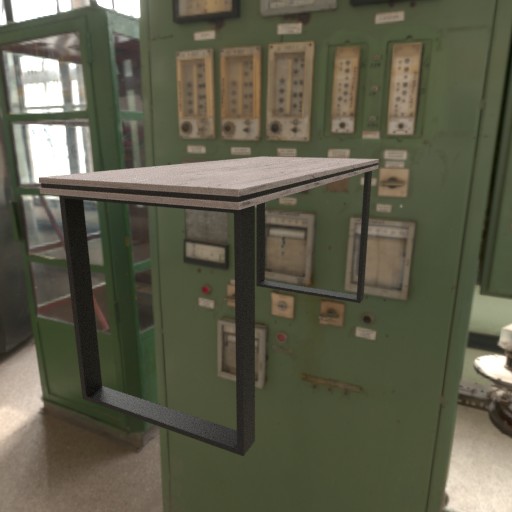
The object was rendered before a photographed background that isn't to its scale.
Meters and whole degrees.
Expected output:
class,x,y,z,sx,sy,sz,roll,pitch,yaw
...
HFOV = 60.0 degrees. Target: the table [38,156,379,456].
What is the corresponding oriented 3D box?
class,x,y,z,sx,sy,sz,roll,pitch,yaw
table,0.000,0.000,2.246,0.795,0.899,1.778,8,17,26
